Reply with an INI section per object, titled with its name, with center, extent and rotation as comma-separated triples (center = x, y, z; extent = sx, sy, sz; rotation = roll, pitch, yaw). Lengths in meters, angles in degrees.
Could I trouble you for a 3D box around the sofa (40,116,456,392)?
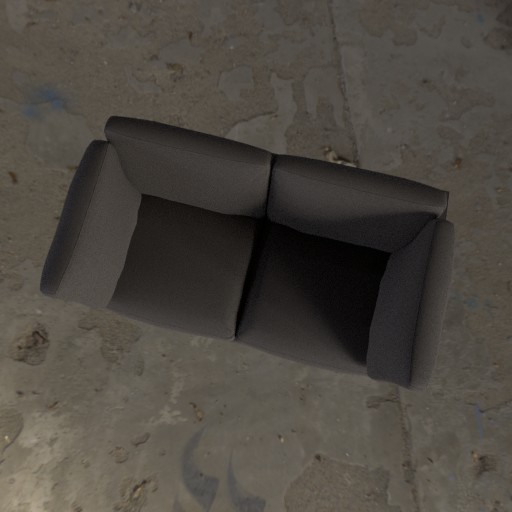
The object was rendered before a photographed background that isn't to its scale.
[sofa]
center = 0.000, 0.000, 2.299
extent = 1.751, 0.920, 0.969
rotation = 14, 75, 4
